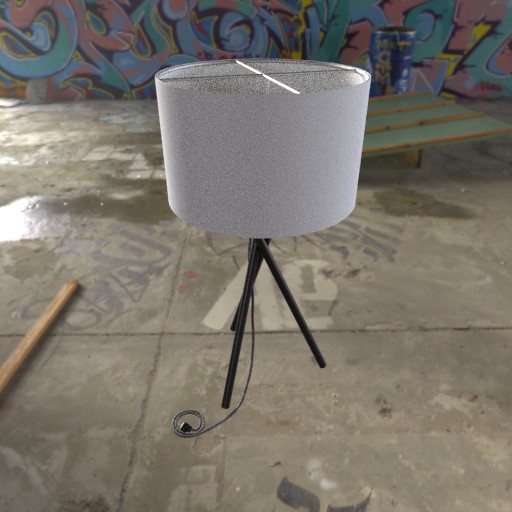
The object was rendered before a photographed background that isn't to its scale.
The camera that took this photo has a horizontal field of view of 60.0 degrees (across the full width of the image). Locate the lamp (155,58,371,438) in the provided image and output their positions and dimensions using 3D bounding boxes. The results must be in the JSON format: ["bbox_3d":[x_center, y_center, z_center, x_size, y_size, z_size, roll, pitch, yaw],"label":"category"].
[{"bbox_3d":[0.000,0.000,0.885,0.353,0.674,0.422,10,32,16],"label":"lamp"}]
